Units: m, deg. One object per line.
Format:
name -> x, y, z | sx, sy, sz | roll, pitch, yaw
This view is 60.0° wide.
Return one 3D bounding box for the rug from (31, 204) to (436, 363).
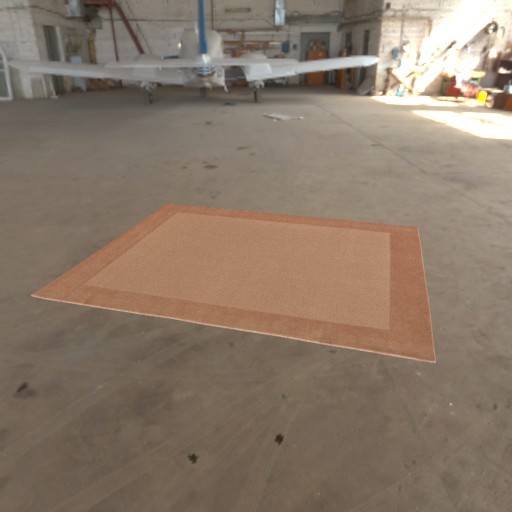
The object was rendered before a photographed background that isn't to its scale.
rug -> 0.000, 0.000, 4.228 | 3.057, 0.021, 2.431 | 7, 26, 14
